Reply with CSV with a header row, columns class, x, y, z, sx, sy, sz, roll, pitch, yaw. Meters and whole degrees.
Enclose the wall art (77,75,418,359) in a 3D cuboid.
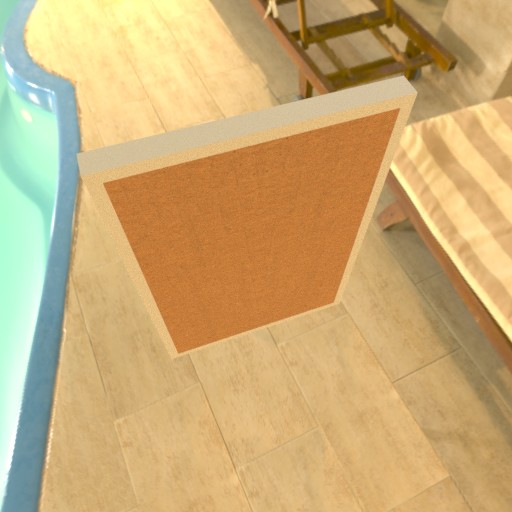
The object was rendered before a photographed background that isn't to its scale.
class,x,y,z,sx,sy,sz,roll,pitch,yaw
wall art,0.000,0.000,0.552,0.293,0.428,0.025,-17,60,-10
